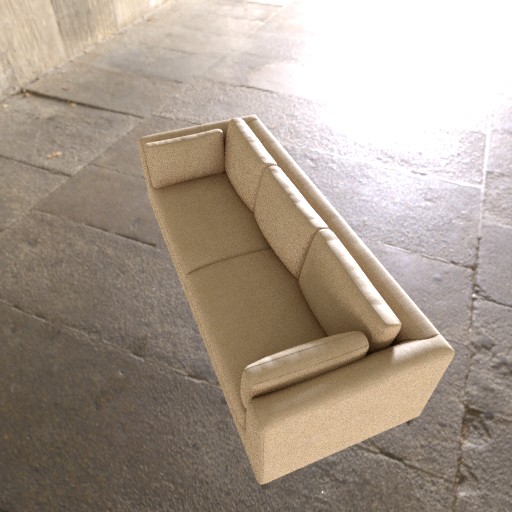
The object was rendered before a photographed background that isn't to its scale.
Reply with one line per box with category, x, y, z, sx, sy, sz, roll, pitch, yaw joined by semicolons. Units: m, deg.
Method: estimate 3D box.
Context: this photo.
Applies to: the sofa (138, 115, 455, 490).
sofa;0.000;0.000;2.879;0.969;0.867;2.415;-16;47;-16
